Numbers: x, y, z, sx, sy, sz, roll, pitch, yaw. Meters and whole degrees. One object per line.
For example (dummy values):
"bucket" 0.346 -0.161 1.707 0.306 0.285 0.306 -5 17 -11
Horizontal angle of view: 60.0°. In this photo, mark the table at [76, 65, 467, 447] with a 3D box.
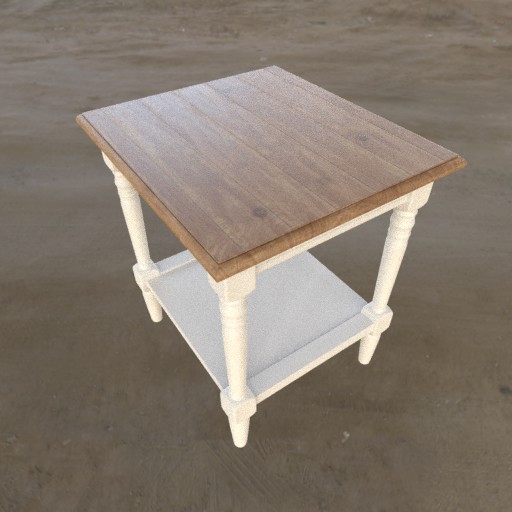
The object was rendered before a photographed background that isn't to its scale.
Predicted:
"table" 0.000 0.000 0.935 0.457 0.561 0.508 -25 48 -25
